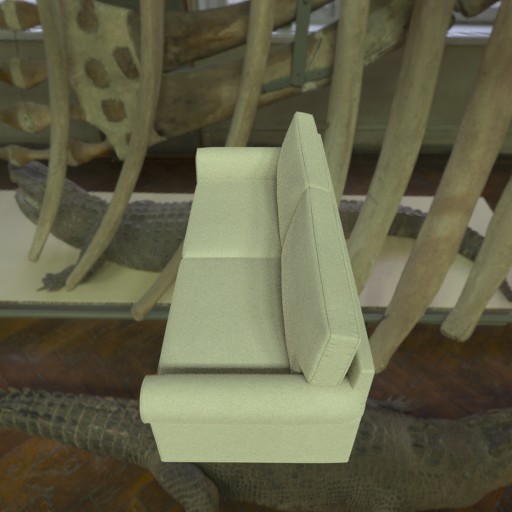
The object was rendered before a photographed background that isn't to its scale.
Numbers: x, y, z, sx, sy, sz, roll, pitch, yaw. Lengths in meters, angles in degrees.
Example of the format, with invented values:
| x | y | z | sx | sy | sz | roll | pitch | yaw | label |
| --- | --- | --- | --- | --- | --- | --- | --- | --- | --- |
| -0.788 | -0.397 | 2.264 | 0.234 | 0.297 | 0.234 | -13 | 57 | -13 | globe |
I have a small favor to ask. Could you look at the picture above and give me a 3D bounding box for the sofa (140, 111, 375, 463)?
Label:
| x | y | z | sx | sy | sz | roll | pitch | yaw | label |
| --- | --- | --- | --- | --- | --- | --- | --- | --- | --- |
| 0.000 | 0.000 | 2.572 | 0.901 | 0.962 | 2.146 | 0 | 41 | 0 | sofa |
